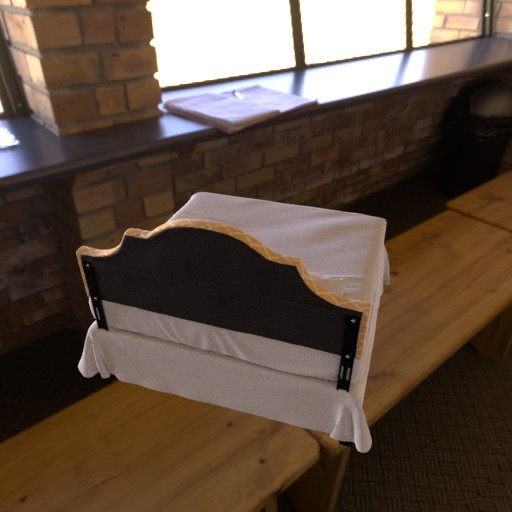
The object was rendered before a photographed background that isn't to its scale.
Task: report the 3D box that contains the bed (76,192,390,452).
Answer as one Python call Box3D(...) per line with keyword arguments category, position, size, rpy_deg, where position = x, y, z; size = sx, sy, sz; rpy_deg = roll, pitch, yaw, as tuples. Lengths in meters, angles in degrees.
Box3D(category="bed", position=(0.000, 0.000, 3.746), size=(2.314, 1.601, 2.222), rpy_deg=(10, 34, 16))
